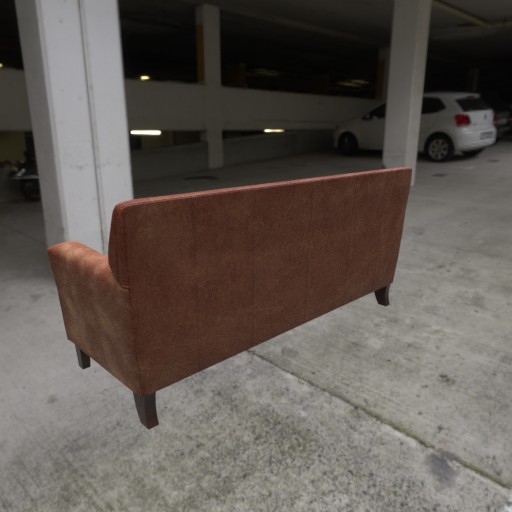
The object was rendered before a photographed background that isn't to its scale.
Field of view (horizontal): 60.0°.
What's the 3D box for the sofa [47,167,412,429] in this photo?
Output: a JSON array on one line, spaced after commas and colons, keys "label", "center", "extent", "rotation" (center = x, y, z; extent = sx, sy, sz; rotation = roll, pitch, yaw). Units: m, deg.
[{"label": "sofa", "center": [0.000, 0.000, 2.567], "extent": [2.053, 0.947, 0.805], "rotation": [-15, 22, -42]}]
